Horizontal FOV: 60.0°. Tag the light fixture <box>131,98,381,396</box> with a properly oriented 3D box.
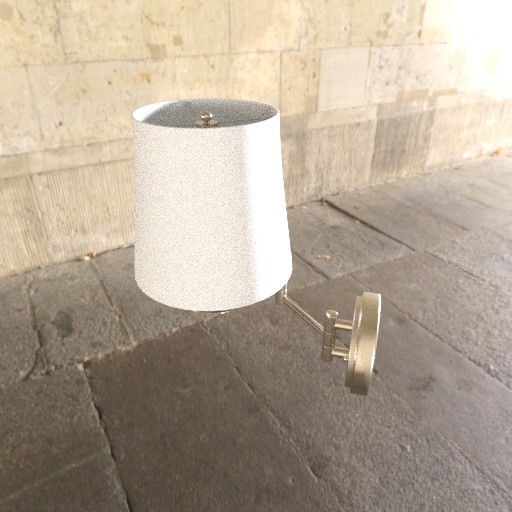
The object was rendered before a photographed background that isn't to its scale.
[{"bbox_3d":[0.000,0.000,0.612,0.348,0.381,0.223,8,30,13],"label":"light fixture"}]
